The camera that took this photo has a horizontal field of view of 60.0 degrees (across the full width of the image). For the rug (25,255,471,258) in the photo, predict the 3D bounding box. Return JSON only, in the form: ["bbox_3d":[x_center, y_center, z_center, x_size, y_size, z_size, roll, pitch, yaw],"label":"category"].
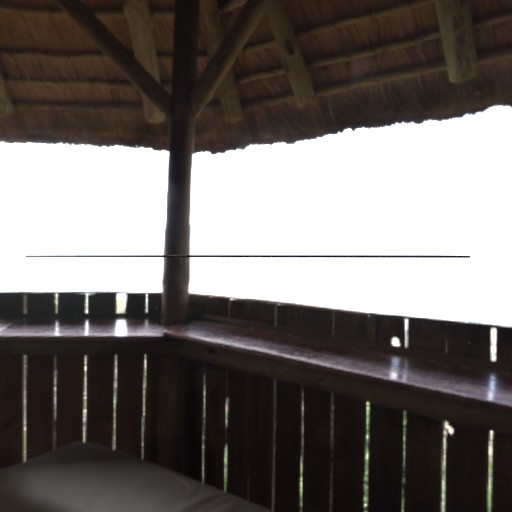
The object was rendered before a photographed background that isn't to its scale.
[{"bbox_3d":[0.000,0.000,3.024,2.435,0.011,1.517,0,0,17],"label":"rug"}]
